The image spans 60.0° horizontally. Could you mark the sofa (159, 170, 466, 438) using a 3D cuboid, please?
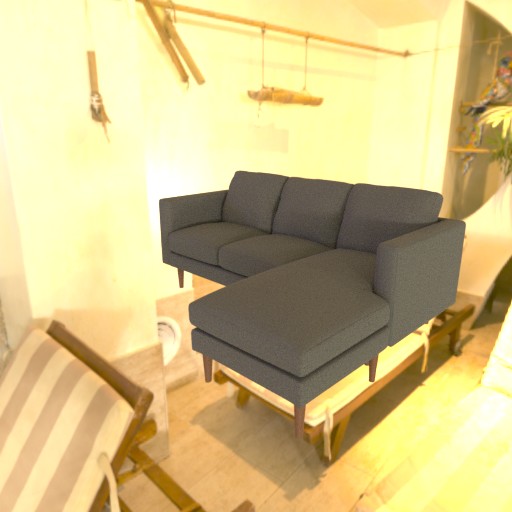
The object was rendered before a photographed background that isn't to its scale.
[{"bbox_3d":[0.000,0.000,2.879,2.031,0.897,1.591,16,23,42],"label":"sofa"}]
